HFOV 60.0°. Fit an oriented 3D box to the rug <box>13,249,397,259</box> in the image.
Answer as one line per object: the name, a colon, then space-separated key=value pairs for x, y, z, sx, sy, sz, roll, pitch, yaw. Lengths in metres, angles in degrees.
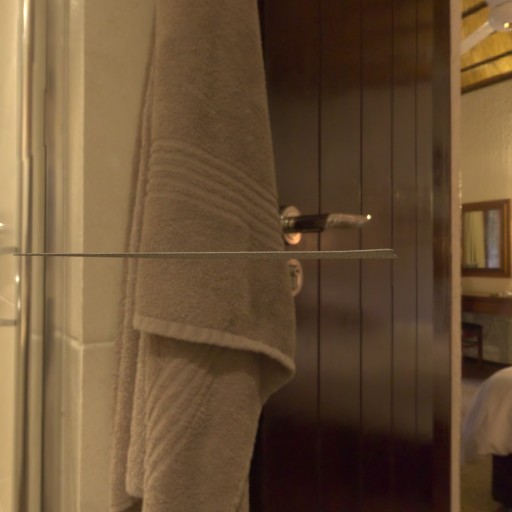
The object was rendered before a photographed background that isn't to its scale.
rug: x=0.000 y=0.000 z=3.881 sx=2.343 sy=0.026 sz=2.925 roll=0 pitch=-1 yaw=18
